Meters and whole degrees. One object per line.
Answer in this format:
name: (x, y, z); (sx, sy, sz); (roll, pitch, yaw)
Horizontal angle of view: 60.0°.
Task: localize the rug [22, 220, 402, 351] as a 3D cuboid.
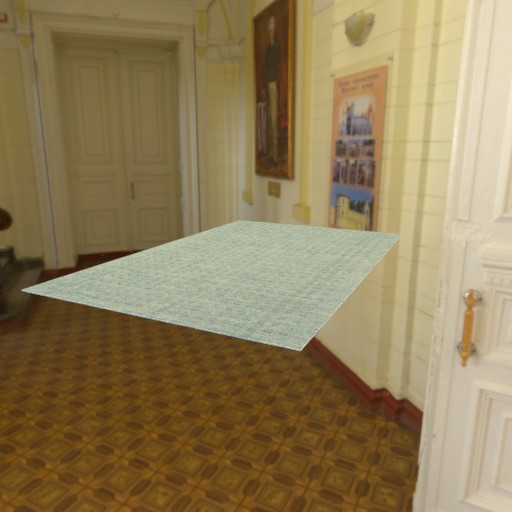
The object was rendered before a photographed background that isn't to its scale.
rug: (0.000, 0.000, 2.218); (1.142, 0.006, 1.752); (7, 16, 25)
